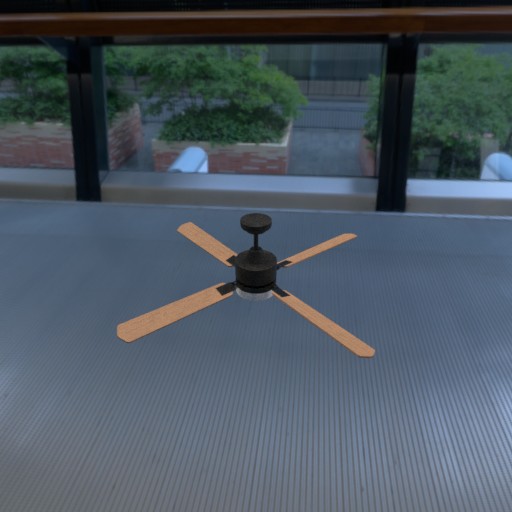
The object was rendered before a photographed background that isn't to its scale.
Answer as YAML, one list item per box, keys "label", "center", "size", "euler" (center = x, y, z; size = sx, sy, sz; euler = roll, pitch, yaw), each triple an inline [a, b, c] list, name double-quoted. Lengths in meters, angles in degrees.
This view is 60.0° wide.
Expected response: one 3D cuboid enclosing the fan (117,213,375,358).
- label: "fan"
  center: [0.000, 0.000, 1.958]
  size: [1.320, 0.355, 1.320]
  euler: [-22, 37, -32]
